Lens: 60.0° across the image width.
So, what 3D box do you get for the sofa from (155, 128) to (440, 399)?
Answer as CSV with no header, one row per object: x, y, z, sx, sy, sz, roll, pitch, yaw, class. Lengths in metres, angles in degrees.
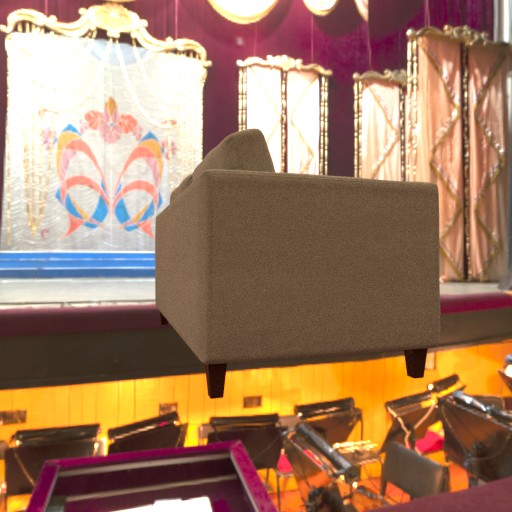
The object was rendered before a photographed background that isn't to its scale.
0.000,0.000,2.439,0.950,0.963,1.884,0,0,-18,sofa
